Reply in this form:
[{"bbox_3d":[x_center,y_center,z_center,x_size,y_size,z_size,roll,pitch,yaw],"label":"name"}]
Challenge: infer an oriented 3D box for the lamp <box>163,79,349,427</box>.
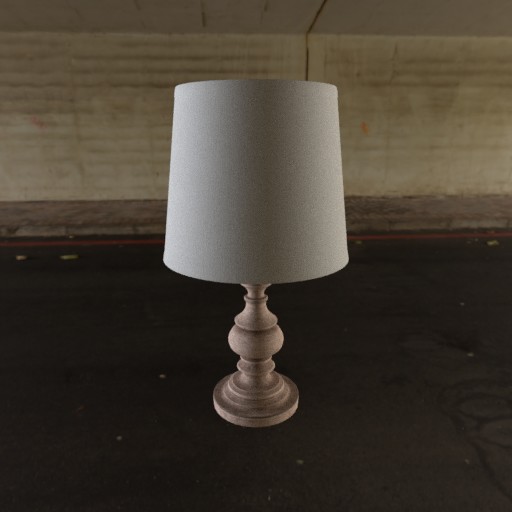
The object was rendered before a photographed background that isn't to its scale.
[{"bbox_3d":[0.000,0.000,0.667,0.273,0.497,0.273,0,15,0],"label":"lamp"}]
